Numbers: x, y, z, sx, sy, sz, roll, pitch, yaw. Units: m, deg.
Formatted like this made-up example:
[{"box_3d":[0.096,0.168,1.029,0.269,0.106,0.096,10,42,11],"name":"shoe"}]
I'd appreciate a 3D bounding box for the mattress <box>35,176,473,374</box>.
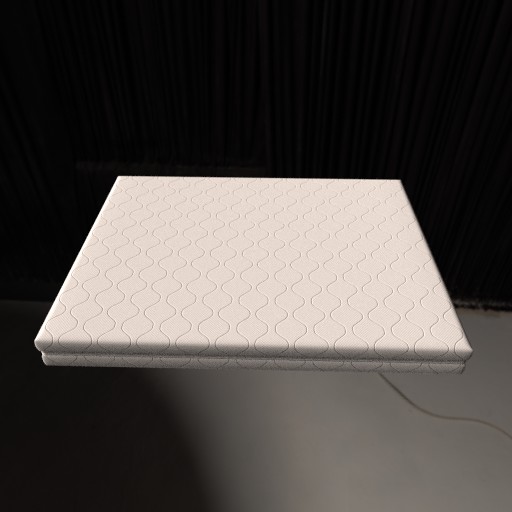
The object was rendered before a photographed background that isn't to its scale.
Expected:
[{"box_3d":[0.000,0.000,2.489,1.900,0.200,1.400,1,41,1],"name":"mattress"}]
